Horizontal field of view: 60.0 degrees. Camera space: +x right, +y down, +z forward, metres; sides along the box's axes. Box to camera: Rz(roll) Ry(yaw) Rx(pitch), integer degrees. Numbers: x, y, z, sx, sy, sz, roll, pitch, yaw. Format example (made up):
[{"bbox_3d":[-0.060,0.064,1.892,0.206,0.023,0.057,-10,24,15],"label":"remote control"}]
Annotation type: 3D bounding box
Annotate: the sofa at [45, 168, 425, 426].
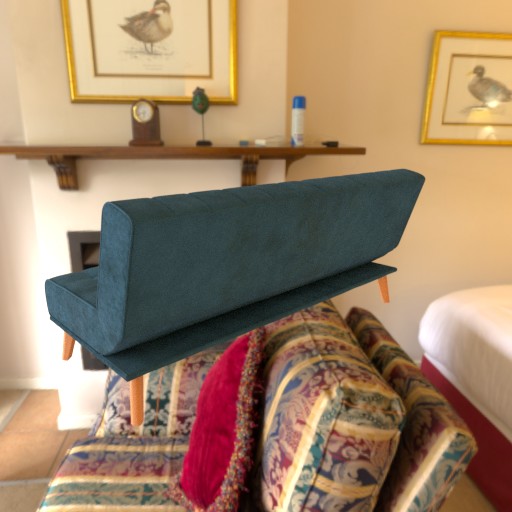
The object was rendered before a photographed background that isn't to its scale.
[{"bbox_3d":[0.000,0.000,2.264,1.804,0.813,0.855,-15,21,-42],"label":"sofa"}]
